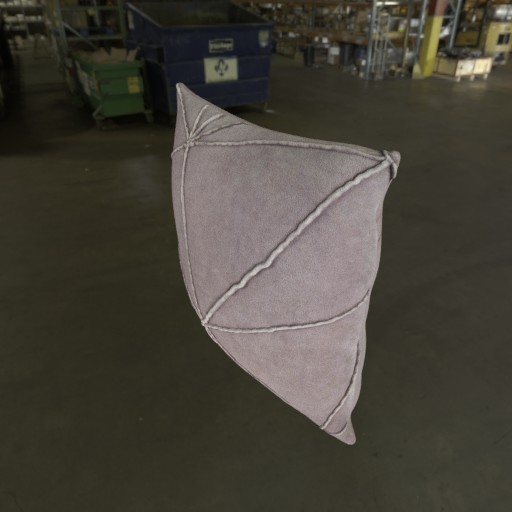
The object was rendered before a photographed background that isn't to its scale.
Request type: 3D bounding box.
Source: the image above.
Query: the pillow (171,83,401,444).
[{"bbox_3d":[0.000,0.000,0.668,0.185,0.440,0.439,-21,36,-31],"label":"pillow"}]
